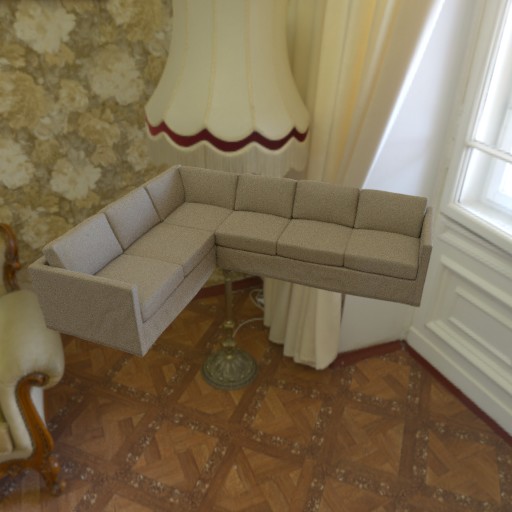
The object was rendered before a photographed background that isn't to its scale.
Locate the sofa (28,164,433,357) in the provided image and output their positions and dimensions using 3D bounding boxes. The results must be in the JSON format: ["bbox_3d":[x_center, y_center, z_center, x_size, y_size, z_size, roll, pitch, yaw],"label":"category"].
[{"bbox_3d":[0.000,0.000,4.319,3.182,0.871,2.432,10,32,17],"label":"sofa"}]
